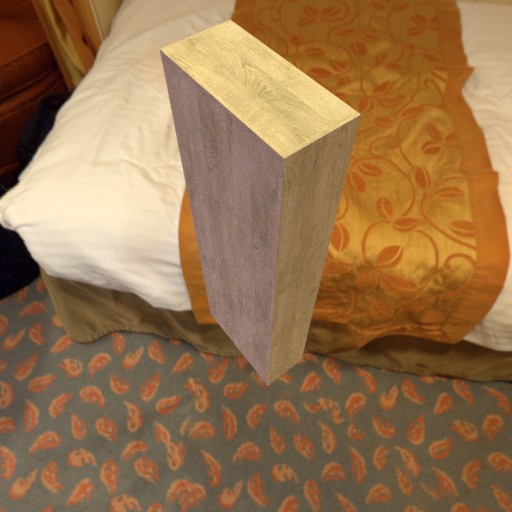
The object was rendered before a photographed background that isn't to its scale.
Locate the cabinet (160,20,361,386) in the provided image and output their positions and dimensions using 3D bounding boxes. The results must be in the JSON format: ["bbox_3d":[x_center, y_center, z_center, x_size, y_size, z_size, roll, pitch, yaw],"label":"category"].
[{"bbox_3d":[0.000,0.000,1.797,0.250,1.630,0.520,-33,63,-20],"label":"cabinet"}]
